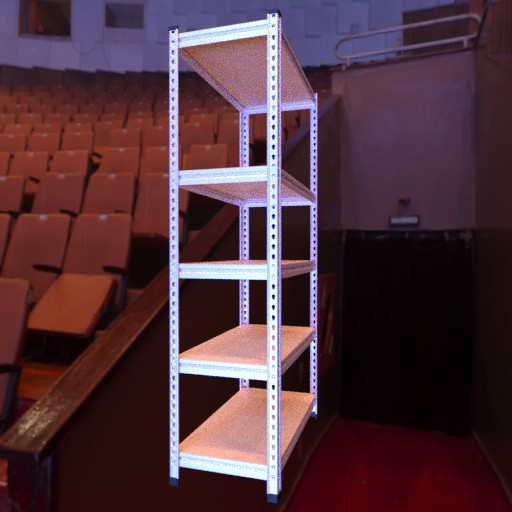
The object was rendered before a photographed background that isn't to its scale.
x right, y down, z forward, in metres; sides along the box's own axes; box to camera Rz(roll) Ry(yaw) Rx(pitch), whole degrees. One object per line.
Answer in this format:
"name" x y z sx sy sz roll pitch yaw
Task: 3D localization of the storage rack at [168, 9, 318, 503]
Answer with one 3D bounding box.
"storage rack" 0.000 0.000 2.139 0.457 1.829 0.914 0 0 17
